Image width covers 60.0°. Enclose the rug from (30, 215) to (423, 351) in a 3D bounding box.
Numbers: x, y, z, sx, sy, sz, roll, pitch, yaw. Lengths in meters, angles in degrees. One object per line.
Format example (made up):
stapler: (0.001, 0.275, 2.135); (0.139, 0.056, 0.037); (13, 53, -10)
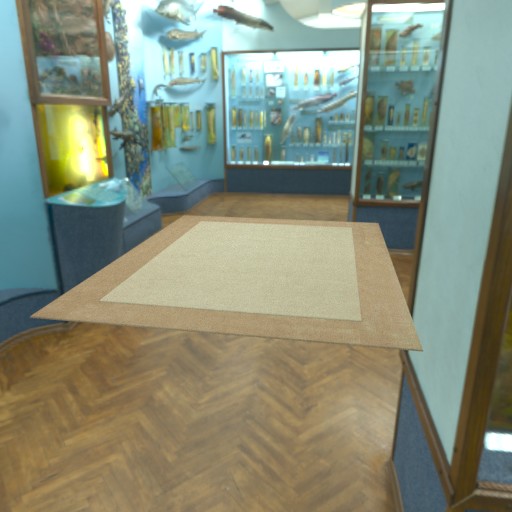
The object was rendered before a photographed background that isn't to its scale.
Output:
rug: (0.000, 0.000, 4.098); (2.438, 0.014, 3.048); (3, 18, 10)
